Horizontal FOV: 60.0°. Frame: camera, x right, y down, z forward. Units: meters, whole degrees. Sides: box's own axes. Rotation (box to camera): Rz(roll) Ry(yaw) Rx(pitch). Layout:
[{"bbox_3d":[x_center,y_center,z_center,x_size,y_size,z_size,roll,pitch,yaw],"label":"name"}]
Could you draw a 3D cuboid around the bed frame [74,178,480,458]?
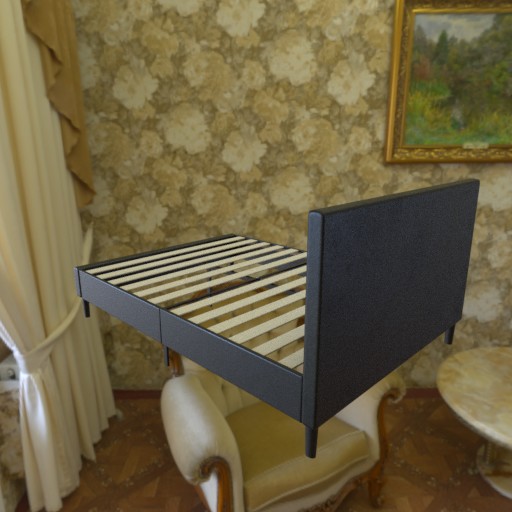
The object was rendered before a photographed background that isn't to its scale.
[{"bbox_3d":[0.000,0.000,3.129,2.318,1.127,1.634,15,22,42],"label":"bed frame"}]
